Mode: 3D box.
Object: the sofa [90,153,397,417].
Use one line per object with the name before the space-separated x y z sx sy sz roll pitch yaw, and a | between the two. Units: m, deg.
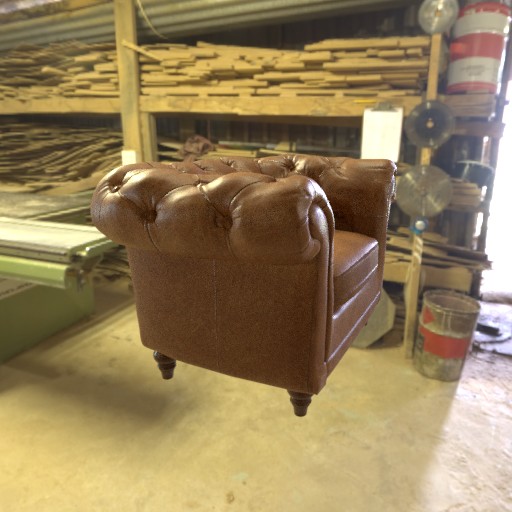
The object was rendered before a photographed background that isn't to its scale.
sofa | 0.000 0.000 2.047 1.033 0.878 1.405 8 17 27
